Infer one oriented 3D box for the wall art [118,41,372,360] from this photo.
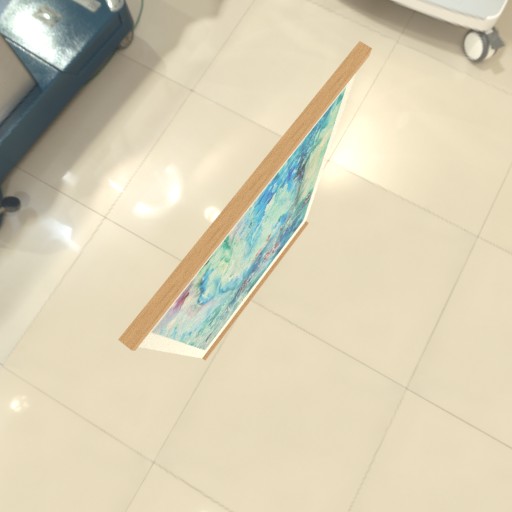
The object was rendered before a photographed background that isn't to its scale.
[{"bbox_3d":[0.000,0.000,0.618,0.013,0.510,0.335,36,79,8],"label":"wall art"}]
